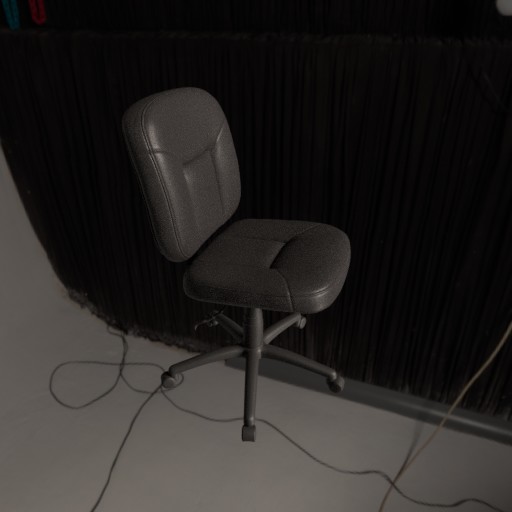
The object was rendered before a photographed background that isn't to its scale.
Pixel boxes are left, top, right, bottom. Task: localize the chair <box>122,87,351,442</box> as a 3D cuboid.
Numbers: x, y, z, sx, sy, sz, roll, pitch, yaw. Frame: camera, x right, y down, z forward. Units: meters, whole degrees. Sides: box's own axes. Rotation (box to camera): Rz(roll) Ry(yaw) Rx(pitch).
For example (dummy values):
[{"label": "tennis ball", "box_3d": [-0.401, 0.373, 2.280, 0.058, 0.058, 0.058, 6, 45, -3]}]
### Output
[{"label": "chair", "box_3d": [0.000, 0.000, 1.406, 0.646, 0.959, 0.647, 10, 31, 17]}]
